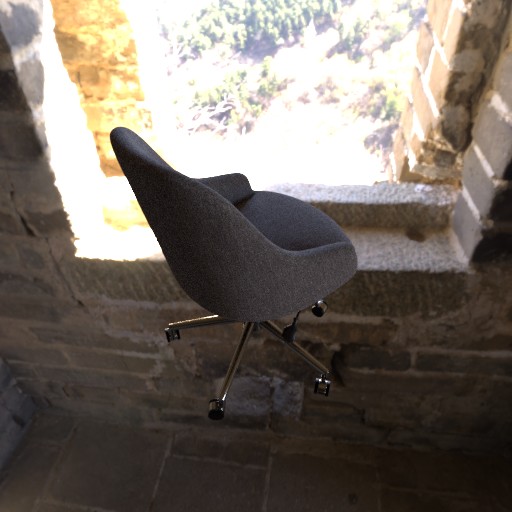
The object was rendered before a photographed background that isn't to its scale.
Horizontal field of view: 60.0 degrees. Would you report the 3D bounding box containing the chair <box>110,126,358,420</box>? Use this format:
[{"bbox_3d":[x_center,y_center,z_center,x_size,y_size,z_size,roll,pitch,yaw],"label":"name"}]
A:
[{"bbox_3d":[0.000,0.000,1.431,0.712,0.950,0.671,-28,48,-28],"label":"chair"}]
